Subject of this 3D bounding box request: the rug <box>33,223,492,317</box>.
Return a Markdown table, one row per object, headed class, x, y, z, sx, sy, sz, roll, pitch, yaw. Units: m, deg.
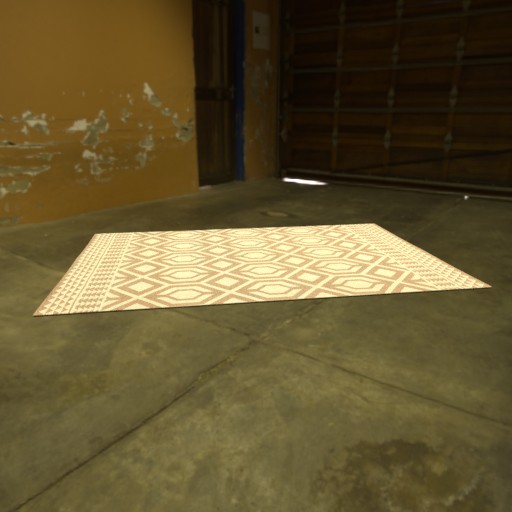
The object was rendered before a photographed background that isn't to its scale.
| class | x | y | z | sx | sy | sz | roll | pitch | yaw |
| --- | --- | --- | --- | --- | --- | --- | --- | --- | --- |
| rug | 0.000 | 0.000 | 2.313 | 1.829 | 0.008 | 1.219 | -3 | 17 | -9 |
